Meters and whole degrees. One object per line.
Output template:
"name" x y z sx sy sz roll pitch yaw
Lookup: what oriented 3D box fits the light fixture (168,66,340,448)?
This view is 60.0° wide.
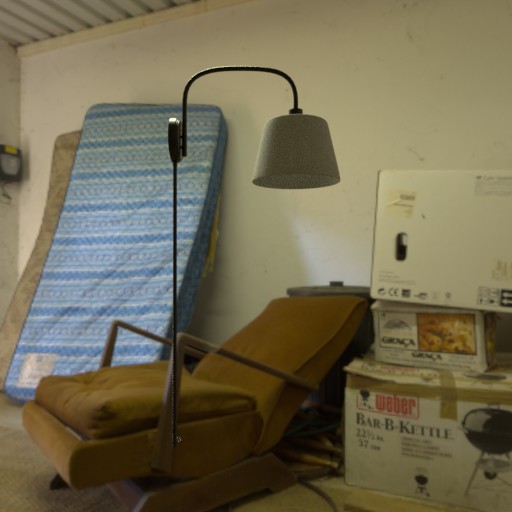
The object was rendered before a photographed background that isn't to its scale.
"light fixture" 0.000 0.000 0.464 0.176 0.399 0.092 0 -1 0
